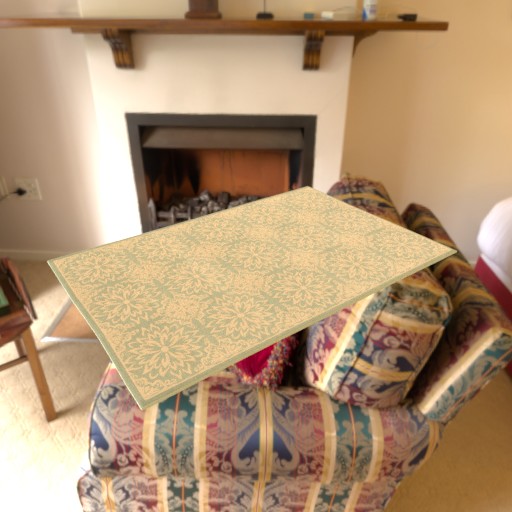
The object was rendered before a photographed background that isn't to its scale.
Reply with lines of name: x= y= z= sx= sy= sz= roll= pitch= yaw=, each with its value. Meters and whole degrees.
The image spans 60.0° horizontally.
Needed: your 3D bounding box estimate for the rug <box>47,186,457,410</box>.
rug: x=0.000 y=0.000 z=3.553 sx=2.746 sy=0.018 sz=1.819 roll=-20 pitch=36 yaw=-31
